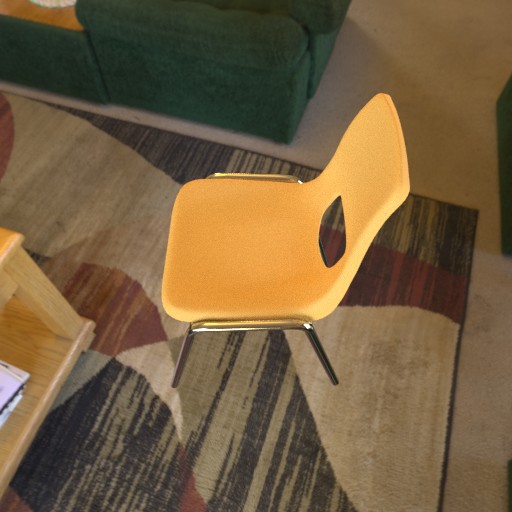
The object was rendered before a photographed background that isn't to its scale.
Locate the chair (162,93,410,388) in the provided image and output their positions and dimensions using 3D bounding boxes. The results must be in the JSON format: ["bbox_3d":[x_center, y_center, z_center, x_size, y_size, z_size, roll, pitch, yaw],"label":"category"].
[{"bbox_3d":[0.000,0.000,0.945,0.436,0.704,0.381,1,58,0],"label":"chair"}]
